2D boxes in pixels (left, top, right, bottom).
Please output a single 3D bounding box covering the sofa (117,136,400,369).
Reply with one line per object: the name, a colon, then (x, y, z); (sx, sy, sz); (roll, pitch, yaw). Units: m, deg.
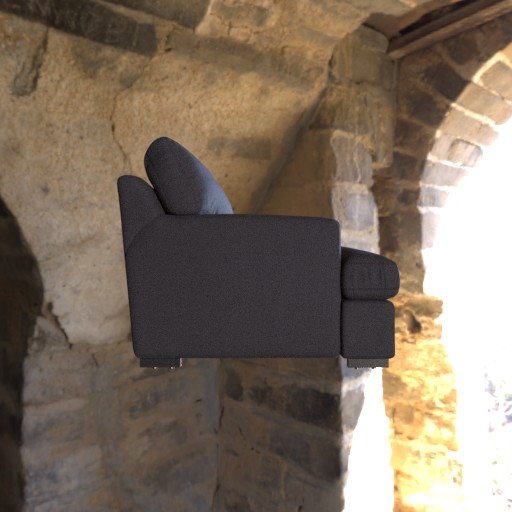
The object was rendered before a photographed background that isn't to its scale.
sofa: (0.000, 0.000, 2.853); (1.140, 0.950, 2.271); (0, -1, 0)
